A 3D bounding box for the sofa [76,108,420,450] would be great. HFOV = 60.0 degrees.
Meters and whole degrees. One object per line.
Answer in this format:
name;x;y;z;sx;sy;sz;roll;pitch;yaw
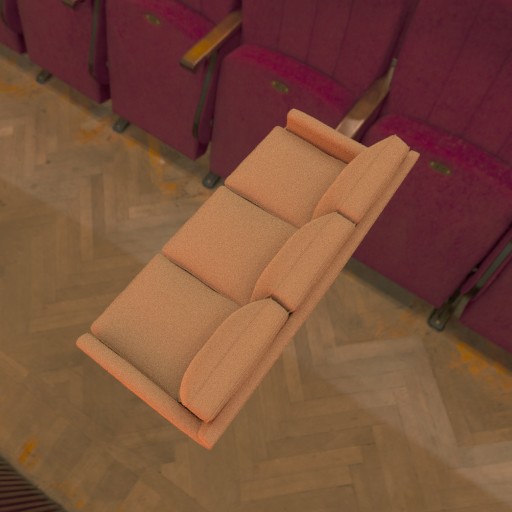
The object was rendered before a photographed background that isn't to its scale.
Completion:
sofa;0.000;0.000;2.920;1.084;1.003;2.246;33;68;15
